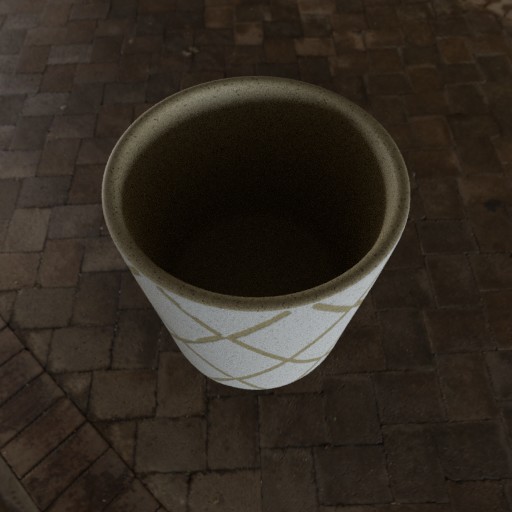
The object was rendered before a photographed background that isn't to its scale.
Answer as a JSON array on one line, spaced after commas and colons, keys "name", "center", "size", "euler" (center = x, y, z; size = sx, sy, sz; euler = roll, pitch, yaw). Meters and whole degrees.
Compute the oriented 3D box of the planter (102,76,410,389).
[{"name": "planter", "center": [0.000, 0.000, 0.361], "size": [0.191, 0.199, 0.191], "euler": [0, 58, 0]}]
